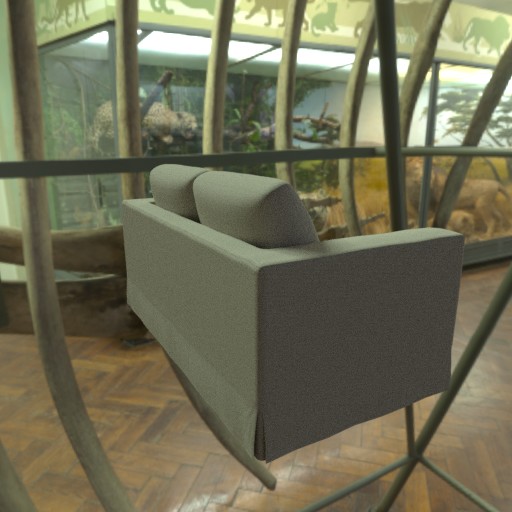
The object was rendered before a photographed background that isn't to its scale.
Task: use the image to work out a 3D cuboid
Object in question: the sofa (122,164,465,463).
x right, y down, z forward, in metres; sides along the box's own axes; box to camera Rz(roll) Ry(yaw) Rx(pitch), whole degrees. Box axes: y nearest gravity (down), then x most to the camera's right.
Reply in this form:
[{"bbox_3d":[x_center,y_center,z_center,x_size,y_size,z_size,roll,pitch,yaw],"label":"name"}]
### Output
[{"bbox_3d":[0.000,0.000,2.382,1.009,0.932,1.813,-8,17,-28],"label":"sofa"}]
